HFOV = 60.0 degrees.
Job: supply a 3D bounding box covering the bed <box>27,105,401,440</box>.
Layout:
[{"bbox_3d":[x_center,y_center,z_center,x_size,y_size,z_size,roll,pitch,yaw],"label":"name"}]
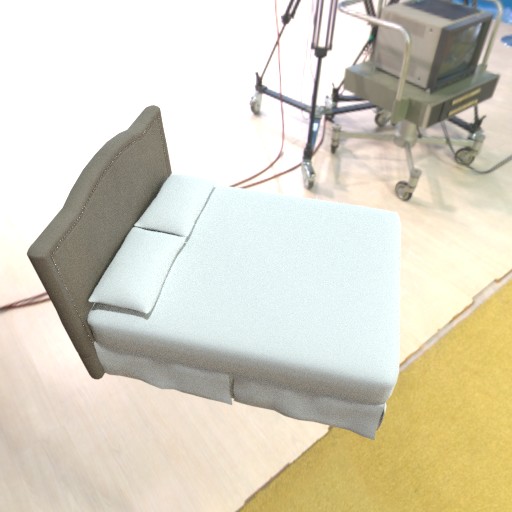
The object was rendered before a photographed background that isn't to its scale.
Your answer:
[{"bbox_3d":[0.000,0.000,3.202,2.128,1.441,1.744,10,47,9],"label":"bed"}]
